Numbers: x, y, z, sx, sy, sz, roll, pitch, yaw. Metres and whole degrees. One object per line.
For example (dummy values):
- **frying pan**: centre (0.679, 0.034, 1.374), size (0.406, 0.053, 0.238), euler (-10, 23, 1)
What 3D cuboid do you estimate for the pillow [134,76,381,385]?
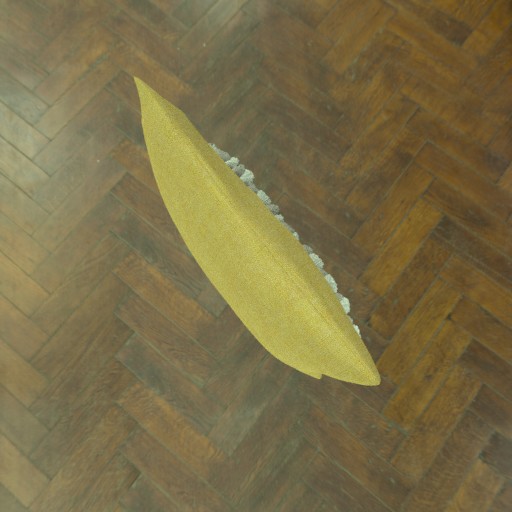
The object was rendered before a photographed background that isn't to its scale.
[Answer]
- **pillow**: centre (0.000, 0.000, 0.740), size (0.167, 0.481, 0.485), euler (-36, 79, -8)
